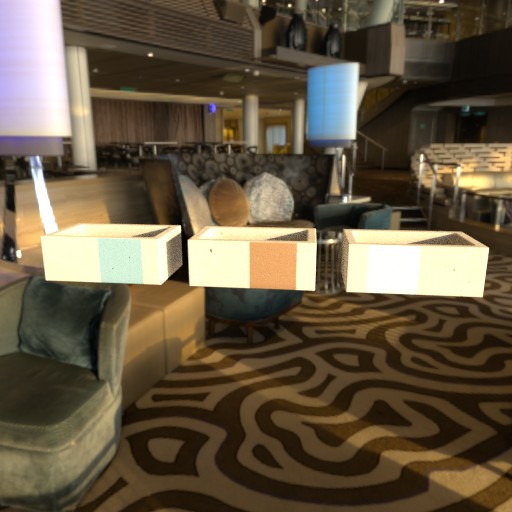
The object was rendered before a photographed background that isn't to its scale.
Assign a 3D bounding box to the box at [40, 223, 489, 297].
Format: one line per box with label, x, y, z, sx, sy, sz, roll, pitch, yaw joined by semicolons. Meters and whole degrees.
box;0.000;0.000;0.498;0.461;0.051;0.082;2;14;7
